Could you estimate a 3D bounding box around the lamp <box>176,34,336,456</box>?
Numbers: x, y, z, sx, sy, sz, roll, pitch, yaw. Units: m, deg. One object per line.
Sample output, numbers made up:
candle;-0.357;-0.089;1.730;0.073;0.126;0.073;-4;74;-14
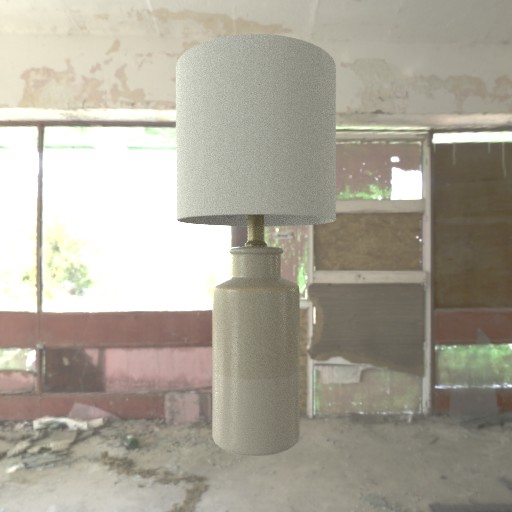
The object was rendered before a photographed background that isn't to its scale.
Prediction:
lamp;0.000;0.000;0.597;0.212;0.493;0.212;0;0;34
